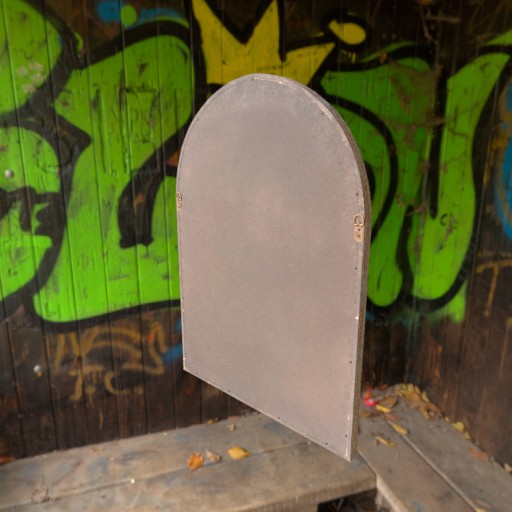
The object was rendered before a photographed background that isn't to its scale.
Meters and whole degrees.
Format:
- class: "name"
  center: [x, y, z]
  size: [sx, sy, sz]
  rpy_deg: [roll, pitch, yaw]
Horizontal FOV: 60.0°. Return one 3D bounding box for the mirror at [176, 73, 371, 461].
- class: "mirror"
  center: [0.000, 0.000, 1.202]
  size: [0.660, 0.920, 0.032]
  rpy_deg: [13, 20, 42]
